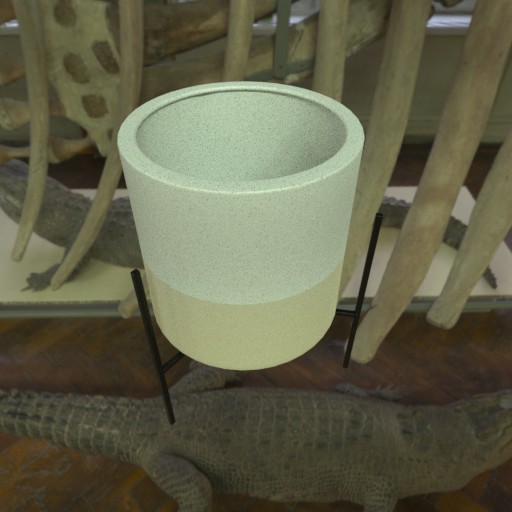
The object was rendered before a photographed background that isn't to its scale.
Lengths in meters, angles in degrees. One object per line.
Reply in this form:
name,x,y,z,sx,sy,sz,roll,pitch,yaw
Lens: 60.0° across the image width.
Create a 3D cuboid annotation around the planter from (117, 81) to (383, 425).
planter,0.000,0.000,0.558,0.267,0.362,0.263,-1,41,-1
